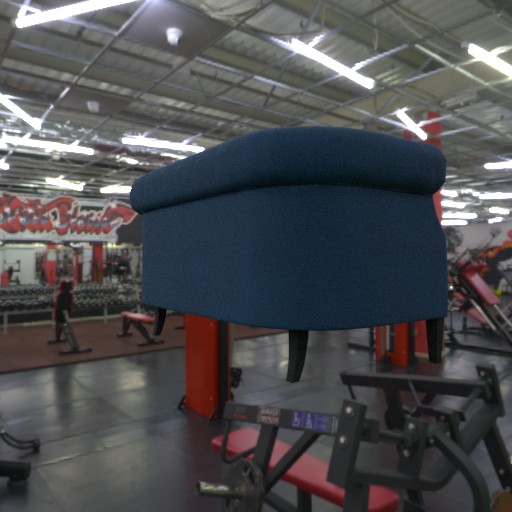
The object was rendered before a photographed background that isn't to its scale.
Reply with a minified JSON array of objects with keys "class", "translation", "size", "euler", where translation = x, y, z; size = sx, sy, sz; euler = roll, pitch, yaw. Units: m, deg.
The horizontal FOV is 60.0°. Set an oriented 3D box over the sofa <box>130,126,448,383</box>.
[{"class":"sofa","translation":[0.000,0.000,2.037],"size":[0.835,0.827,1.558],"euler":[0,-1,-36]}]
